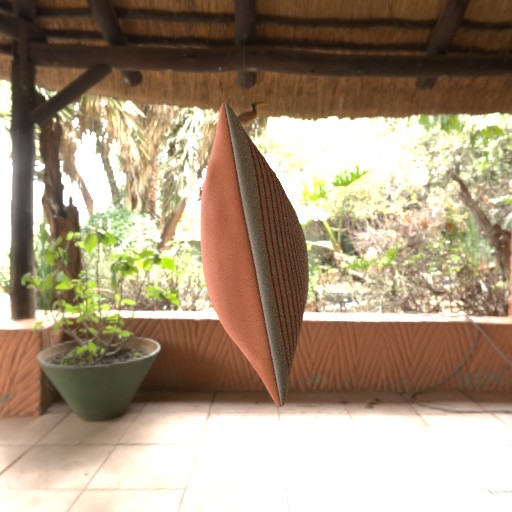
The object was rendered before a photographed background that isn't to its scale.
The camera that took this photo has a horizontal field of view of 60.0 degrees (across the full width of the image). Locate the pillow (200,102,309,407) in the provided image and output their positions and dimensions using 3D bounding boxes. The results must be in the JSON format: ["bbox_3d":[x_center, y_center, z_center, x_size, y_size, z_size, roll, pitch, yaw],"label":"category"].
[{"bbox_3d":[0.000,0.000,0.726,0.156,0.292,0.608,0,0,0],"label":"pillow"}]
